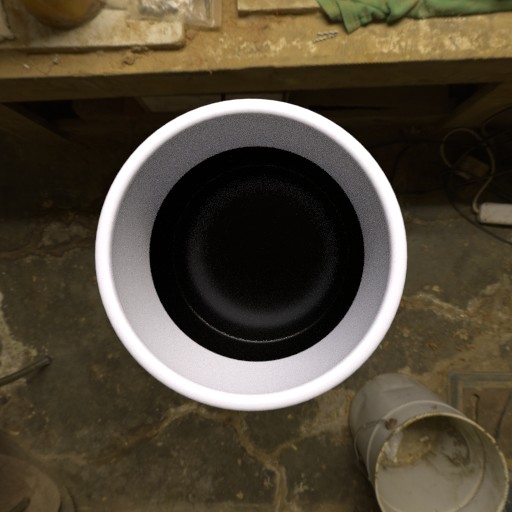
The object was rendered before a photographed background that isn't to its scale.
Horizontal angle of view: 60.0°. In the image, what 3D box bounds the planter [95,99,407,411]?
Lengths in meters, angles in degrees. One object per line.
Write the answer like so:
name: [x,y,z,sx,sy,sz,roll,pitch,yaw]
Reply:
planter: [0.000,0.000,0.636,0.310,0.432,0.310,0,91,3]
